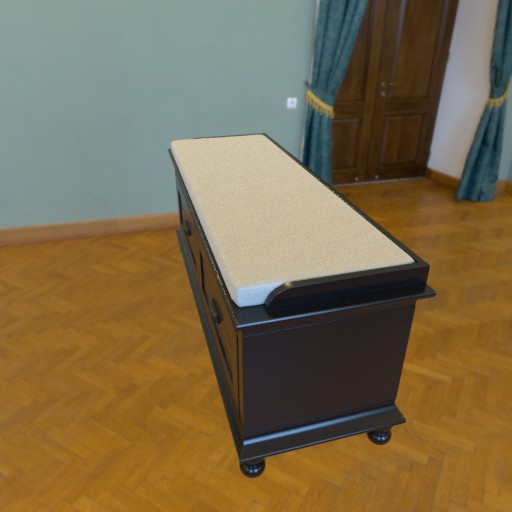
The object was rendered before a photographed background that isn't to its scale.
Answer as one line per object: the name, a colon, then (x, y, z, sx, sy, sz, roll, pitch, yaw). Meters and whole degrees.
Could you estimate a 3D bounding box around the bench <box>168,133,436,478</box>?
bench: (0.000, 0.000, 1.414, 0.402, 0.501, 1.185, -8, 30, -14)
